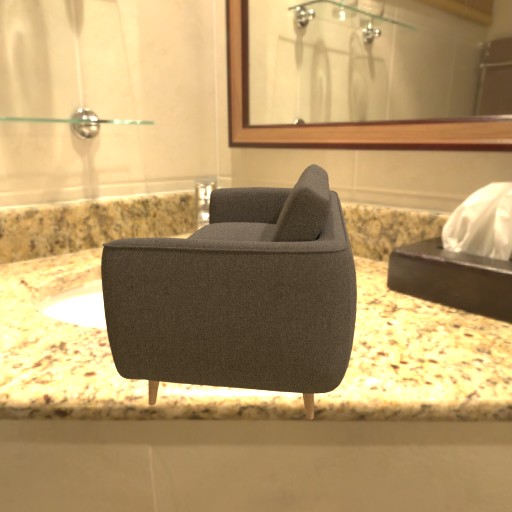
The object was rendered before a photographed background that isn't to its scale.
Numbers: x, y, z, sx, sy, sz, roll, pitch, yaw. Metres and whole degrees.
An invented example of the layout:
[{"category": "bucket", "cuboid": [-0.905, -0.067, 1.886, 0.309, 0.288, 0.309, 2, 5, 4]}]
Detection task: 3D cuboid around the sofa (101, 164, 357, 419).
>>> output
[{"category": "sofa", "cuboid": [0.000, 0.000, 2.264, 0.920, 0.870, 1.700, 2, 15, 8]}]
